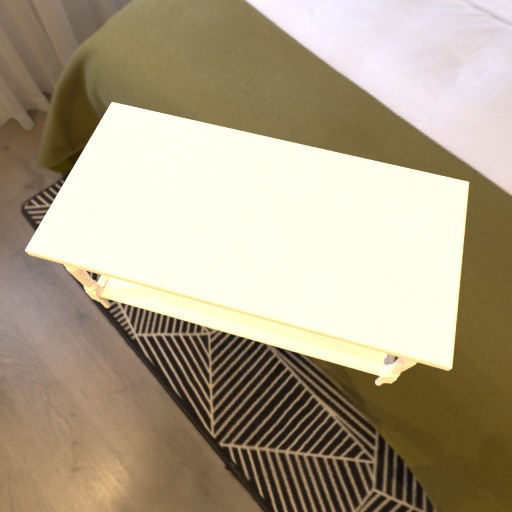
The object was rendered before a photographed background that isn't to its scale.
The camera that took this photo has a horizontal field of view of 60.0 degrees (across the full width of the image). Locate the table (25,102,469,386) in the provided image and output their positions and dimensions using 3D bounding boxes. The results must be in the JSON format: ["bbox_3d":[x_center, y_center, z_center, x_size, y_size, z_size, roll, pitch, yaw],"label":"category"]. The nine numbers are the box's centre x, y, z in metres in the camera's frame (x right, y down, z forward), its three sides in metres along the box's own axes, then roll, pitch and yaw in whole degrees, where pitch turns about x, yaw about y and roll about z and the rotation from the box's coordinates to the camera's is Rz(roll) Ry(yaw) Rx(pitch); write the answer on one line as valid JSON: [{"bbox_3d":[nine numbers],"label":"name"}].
[{"bbox_3d":[0.000,0.000,1.440,1.107,0.510,0.550,15,64,7],"label":"table"}]
